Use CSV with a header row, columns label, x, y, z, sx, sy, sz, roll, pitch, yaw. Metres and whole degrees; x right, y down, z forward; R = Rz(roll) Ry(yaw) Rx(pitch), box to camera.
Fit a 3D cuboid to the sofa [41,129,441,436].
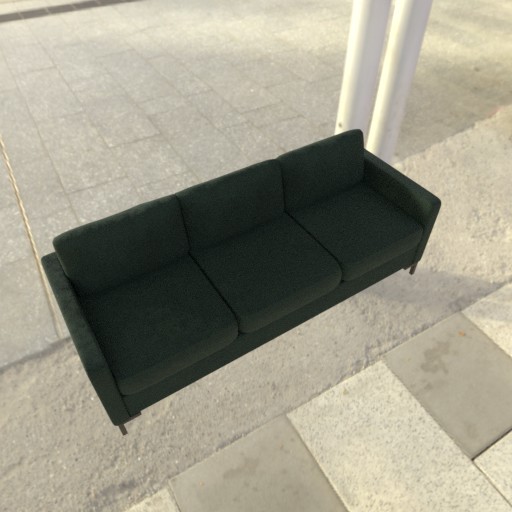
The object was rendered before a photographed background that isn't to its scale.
label,x,y,z,sx,sy,sz,roll,pitch,yaw
sofa,0.000,0.000,2.696,2.218,0.870,0.859,-24,50,-22
